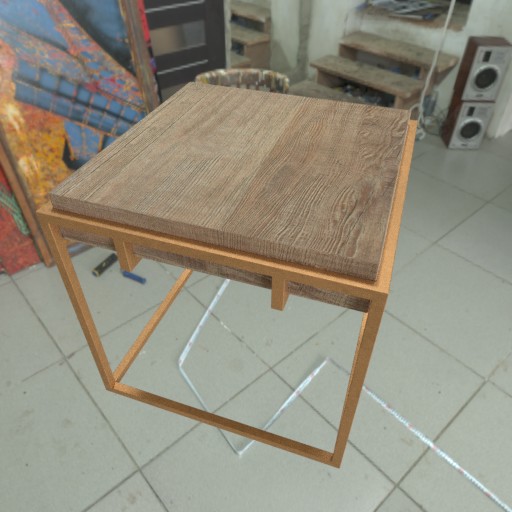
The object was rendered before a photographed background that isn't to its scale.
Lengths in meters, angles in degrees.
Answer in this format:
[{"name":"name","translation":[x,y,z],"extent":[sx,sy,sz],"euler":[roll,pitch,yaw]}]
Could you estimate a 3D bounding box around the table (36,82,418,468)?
[{"name":"table","translation":[0.000,0.000,1.076],"extent":[0.599,0.584,0.599],"euler":[13,43,14]}]
